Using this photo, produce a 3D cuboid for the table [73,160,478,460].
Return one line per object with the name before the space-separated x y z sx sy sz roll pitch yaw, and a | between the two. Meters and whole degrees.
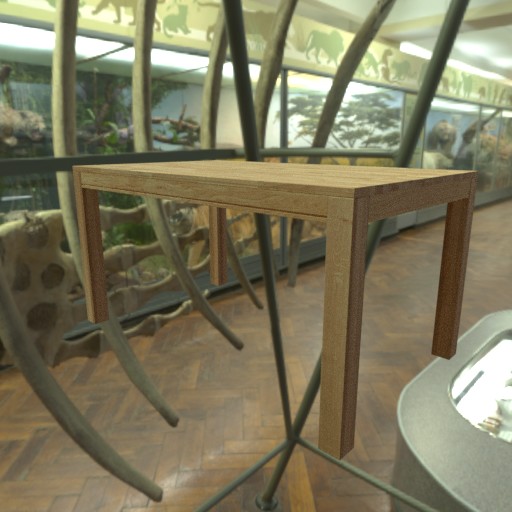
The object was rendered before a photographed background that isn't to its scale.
table | 0.000 0.000 1.979 1.500 0.770 0.900 13 19 42
